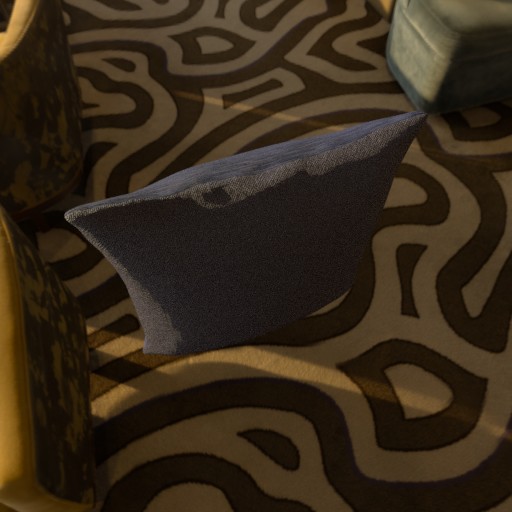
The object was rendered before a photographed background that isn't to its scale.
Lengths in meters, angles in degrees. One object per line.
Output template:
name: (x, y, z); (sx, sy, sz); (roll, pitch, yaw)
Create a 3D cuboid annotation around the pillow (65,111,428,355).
pillow: (0.000, 0.000, 0.695); (0.452, 0.439, 0.204); (-18, 60, -11)
